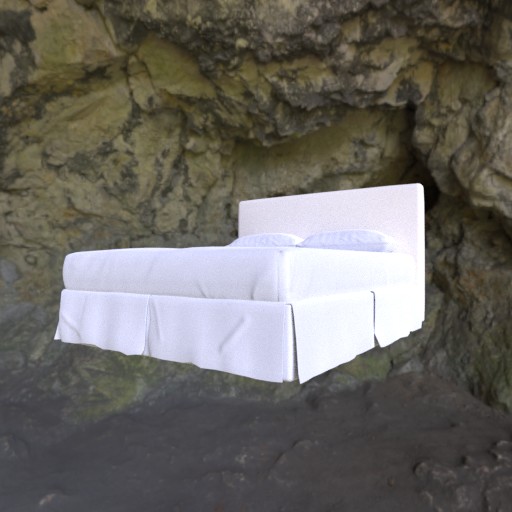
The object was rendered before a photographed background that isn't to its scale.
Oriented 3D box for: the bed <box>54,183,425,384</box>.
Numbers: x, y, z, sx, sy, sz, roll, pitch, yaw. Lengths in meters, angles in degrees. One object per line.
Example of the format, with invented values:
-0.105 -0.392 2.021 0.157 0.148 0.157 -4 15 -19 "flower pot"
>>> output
0.000 0.000 3.622 2.119 1.317 2.341 -1 -1 35 "bed"
